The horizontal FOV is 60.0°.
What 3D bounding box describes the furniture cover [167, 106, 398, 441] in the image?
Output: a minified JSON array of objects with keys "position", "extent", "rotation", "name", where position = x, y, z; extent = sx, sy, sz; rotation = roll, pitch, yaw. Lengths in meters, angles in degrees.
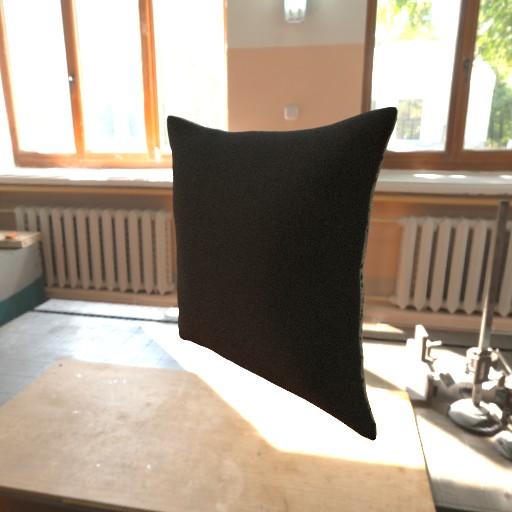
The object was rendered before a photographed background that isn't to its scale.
[{"position":[0.000,0.000,0.795],"extent":[0.180,0.498,0.525],"rotation":[-14,20,-42],"name":"furniture cover"}]
